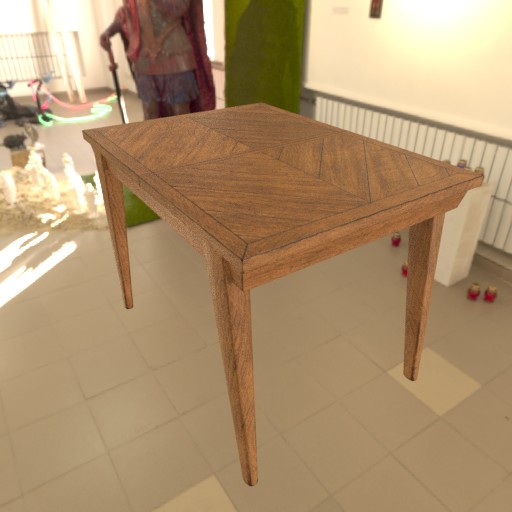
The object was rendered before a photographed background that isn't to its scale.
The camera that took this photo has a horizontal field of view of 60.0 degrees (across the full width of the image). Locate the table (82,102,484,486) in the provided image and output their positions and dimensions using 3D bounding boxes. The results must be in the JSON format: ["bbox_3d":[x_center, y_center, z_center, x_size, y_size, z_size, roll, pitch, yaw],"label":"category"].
[{"bbox_3d":[0.000,0.000,1.548,0.757,0.760,1.027,-19,36,-29],"label":"table"}]
